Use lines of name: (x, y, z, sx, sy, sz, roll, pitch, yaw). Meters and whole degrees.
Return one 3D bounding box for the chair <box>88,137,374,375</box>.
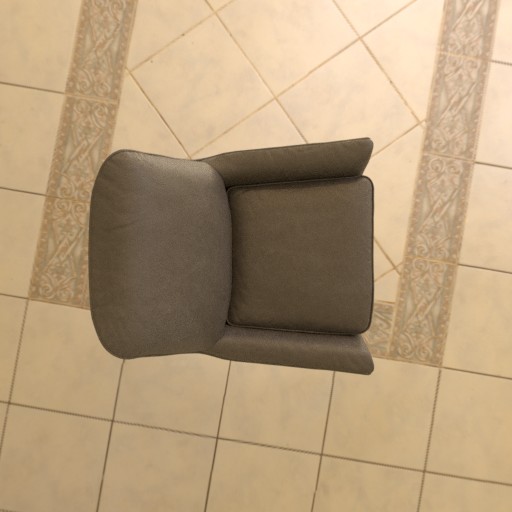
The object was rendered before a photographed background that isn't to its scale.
chair: (0.000, 0.000, 1.498, 0.822, 0.888, 0.787, 0, 89, -1)
